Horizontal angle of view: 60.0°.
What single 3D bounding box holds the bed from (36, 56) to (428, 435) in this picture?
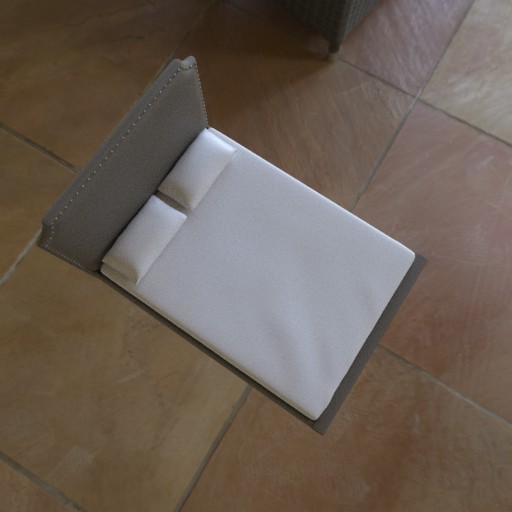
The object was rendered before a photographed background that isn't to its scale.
[{"bbox_3d":[0.000,0.000,3.452,2.372,1.443,1.712,33,78,8],"label":"bed"}]
